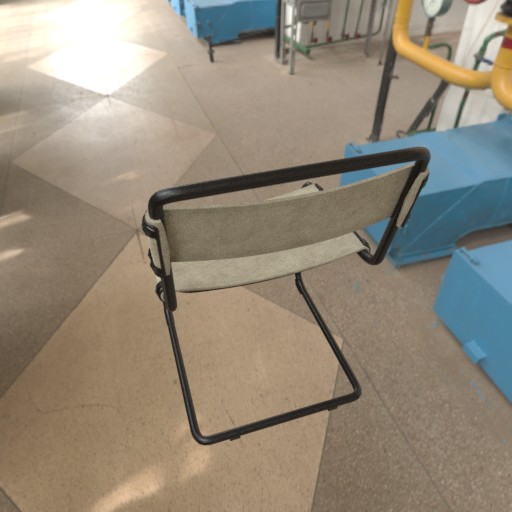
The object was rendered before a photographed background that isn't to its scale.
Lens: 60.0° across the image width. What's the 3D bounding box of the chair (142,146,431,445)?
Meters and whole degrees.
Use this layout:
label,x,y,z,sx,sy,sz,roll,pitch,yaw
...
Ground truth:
label,x,y,z,sx,sy,sz,roll,pitch,yaw
chair,0.000,0.000,1.076,0.499,0.747,0.497,-12,42,-13
